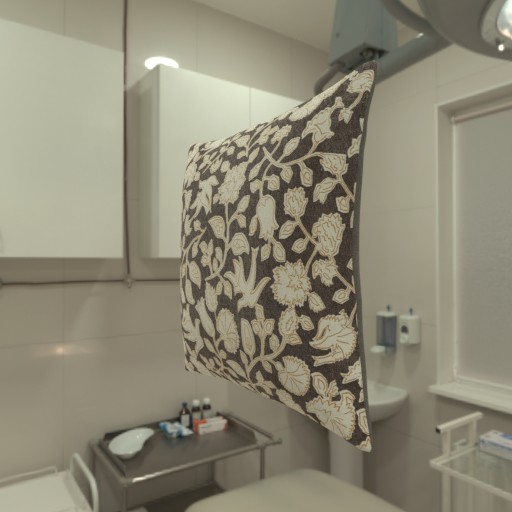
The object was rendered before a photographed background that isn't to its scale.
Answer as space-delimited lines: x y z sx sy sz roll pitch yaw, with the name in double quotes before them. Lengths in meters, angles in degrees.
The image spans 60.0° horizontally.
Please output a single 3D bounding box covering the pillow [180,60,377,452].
"pillow" 0.000 0.000 0.785 0.166 0.507 0.526 0 -1 -35
